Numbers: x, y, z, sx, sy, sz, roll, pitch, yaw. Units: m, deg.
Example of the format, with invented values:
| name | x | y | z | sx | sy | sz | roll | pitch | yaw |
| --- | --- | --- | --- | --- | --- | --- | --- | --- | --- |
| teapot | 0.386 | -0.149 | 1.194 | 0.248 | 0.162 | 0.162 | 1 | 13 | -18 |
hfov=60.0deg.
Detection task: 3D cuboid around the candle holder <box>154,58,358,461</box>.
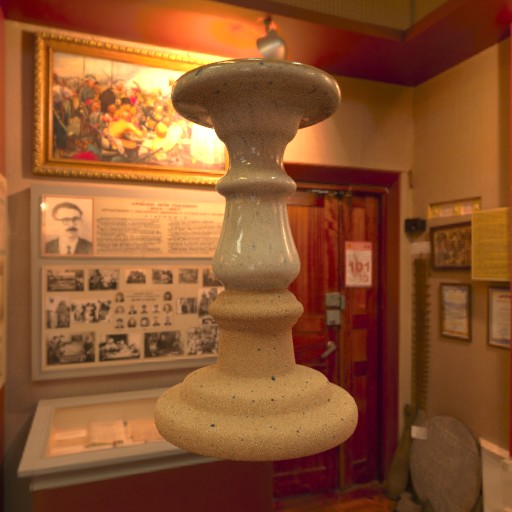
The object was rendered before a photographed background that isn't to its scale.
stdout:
| name | x | y | z | sx | sy | sz | roll | pitch | yaw |
| --- | --- | --- | --- | --- | --- | --- | --- | --- | --- |
| candle holder | 0.000 | 0.000 | 0.275 | 0.123 | 0.202 | 0.123 | 0 | 0 | 0 |
